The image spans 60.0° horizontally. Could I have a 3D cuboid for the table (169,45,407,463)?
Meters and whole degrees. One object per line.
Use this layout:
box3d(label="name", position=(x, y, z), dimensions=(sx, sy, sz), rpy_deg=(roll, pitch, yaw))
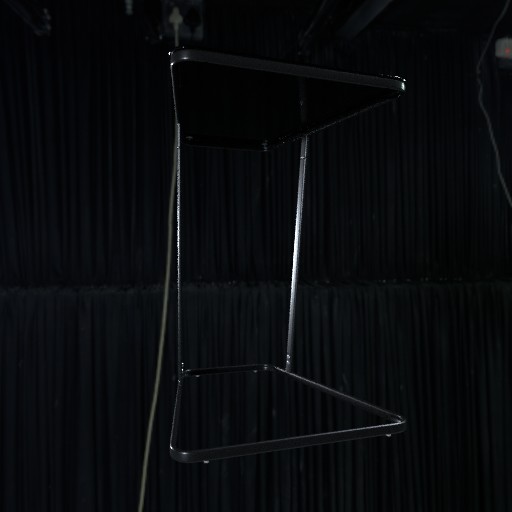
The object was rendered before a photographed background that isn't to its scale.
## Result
box3d(label="table", position=(0.000, 0.000, 0.952), dimensions=(0.427, 0.624, 0.500), rpy_deg=(0, -1, -18))
